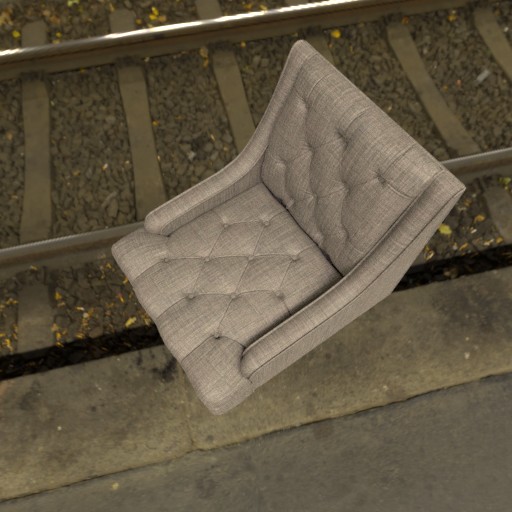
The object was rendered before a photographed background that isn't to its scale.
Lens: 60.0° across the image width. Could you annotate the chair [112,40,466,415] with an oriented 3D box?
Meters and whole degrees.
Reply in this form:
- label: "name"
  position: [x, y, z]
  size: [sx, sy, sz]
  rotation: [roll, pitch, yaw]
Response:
- label: "chair"
  position: [0.000, 0.000, 1.432]
  size: [0.771, 0.891, 0.655]
  rotation: [-32, 67, -15]
